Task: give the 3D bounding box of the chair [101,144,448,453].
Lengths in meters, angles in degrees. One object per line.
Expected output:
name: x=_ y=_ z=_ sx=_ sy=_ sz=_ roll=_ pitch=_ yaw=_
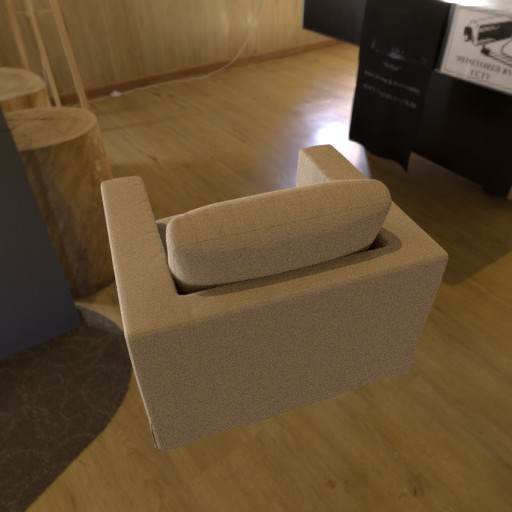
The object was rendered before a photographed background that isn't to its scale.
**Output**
chair: x=0.000 y=0.000 z=1.863 sx=1.150 sy=0.878 sz=0.957 roll=-13 pitch=42 yaw=-15
